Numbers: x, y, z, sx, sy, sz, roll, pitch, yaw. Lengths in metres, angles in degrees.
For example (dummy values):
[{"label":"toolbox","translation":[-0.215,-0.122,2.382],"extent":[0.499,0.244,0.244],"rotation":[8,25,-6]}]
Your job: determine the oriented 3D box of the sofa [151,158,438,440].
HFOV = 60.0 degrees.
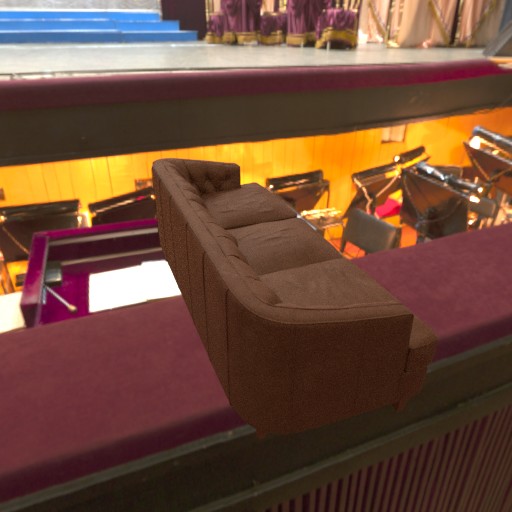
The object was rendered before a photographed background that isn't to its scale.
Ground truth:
[{"label":"sofa","translation":[0.000,0.000,2.704],"extent":[0.927,0.787,2.227],"rotation":[-11,30,-19]}]
